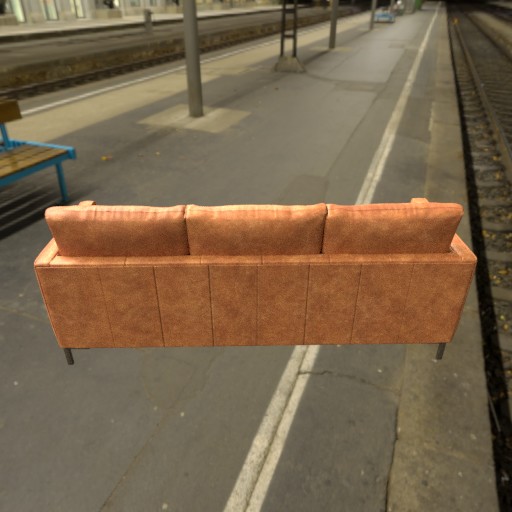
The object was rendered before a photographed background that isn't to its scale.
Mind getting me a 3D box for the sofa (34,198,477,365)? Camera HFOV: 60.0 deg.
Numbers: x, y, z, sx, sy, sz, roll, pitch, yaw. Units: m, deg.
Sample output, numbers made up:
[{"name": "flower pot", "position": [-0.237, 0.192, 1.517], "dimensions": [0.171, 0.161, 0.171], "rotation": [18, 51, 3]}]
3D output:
[{"name": "sofa", "position": [0.000, 0.000, 2.391], "dimensions": [2.029, 0.863, 0.748], "rotation": [-1, 31, -1]}]
